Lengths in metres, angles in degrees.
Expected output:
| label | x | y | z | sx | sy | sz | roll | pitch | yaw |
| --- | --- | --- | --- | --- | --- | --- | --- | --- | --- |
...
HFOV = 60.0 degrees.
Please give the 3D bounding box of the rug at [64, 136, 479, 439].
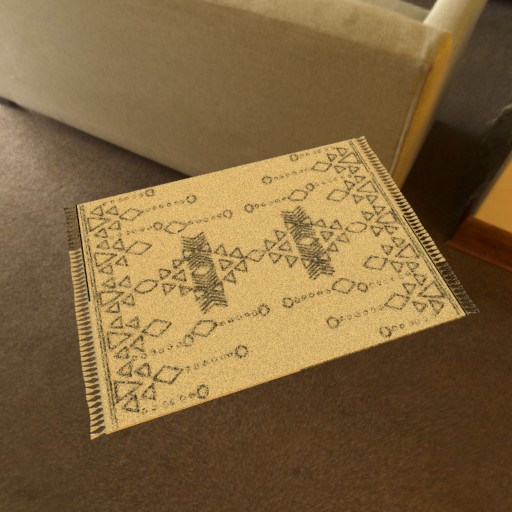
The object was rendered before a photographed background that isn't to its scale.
| label | x | y | z | sx | sy | sz | roll | pitch | yaw |
| --- | --- | --- | --- | --- | --- | --- | --- | --- | --- |
| rug | 0.000 | 0.000 | 2.884 | 2.312 | 0.013 | 1.600 | -15 | 59 | -10 |
